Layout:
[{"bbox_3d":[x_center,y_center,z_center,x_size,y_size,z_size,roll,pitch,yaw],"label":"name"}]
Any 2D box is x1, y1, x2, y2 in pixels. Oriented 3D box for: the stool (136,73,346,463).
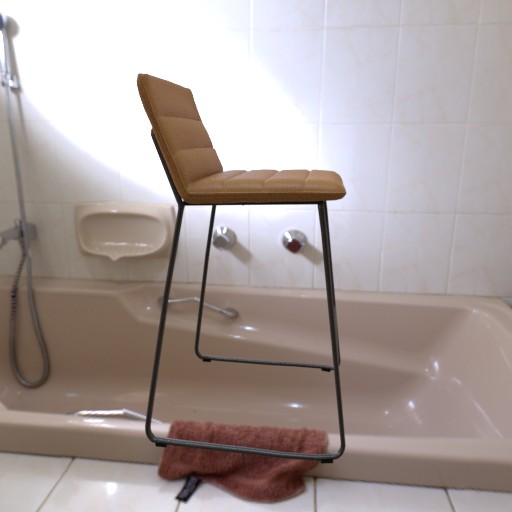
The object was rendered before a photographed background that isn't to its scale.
[{"bbox_3d":[0.000,0.000,1.251,0.524,0.936,0.489,2,15,9],"label":"stool"}]
